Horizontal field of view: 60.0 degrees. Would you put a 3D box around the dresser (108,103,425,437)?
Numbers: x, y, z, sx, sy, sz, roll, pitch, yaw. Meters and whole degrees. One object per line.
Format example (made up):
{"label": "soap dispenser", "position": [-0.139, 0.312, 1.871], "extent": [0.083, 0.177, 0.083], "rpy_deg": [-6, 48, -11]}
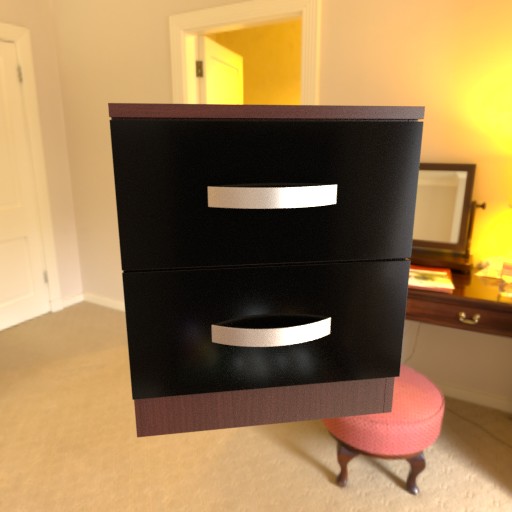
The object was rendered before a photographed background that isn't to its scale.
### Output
{"label": "dresser", "position": [0.000, 0.000, 0.757], "extent": [0.400, 0.470, 0.360], "rpy_deg": [-2, 15, -9]}
